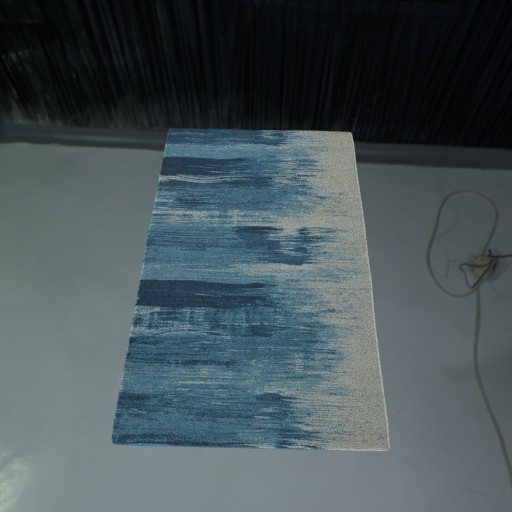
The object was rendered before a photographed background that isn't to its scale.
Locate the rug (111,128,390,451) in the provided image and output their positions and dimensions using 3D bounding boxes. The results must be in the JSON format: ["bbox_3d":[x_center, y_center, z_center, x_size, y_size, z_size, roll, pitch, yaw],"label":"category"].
[{"bbox_3d":[0.000,0.000,3.036,1.540,0.027,2.450,1,58,1],"label":"rug"}]
